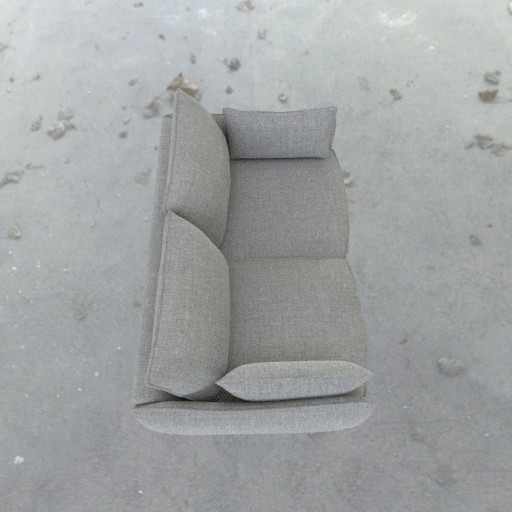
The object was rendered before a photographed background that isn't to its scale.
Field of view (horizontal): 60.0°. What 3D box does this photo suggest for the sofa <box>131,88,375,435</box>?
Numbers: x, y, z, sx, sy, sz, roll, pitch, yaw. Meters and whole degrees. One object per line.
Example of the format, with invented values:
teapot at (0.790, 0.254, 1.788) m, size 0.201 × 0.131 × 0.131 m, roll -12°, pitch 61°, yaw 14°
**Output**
sofa at (0.000, 0.000, 2.144) m, size 0.972 × 0.851 × 1.580 m, roll -1°, pitch 62°, yaw 0°
